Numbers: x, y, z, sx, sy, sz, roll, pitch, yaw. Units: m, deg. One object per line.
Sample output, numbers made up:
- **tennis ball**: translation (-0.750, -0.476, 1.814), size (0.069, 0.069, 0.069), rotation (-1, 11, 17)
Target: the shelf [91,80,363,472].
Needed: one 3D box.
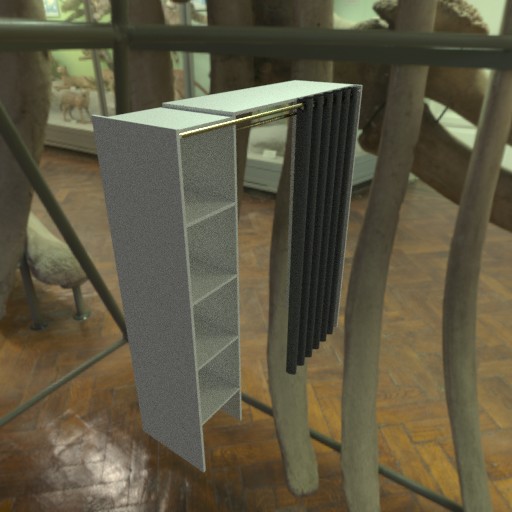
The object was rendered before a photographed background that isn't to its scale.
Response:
- **shelf**: translation (0.000, 0.000, 2.658), size (0.500, 1.810, 1.600), rotation (18, 33, 31)
